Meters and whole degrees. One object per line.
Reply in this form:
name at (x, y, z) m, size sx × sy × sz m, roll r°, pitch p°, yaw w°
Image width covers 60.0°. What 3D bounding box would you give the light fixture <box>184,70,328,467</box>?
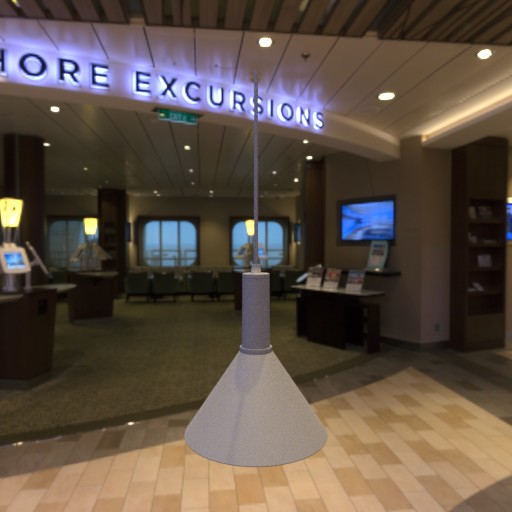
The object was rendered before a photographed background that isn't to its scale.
light fixture at (0.000, 0.000, 0.827) m, size 0.267 × 0.683 × 0.267 m, roll 1°, pitch 2°, yaw 37°
